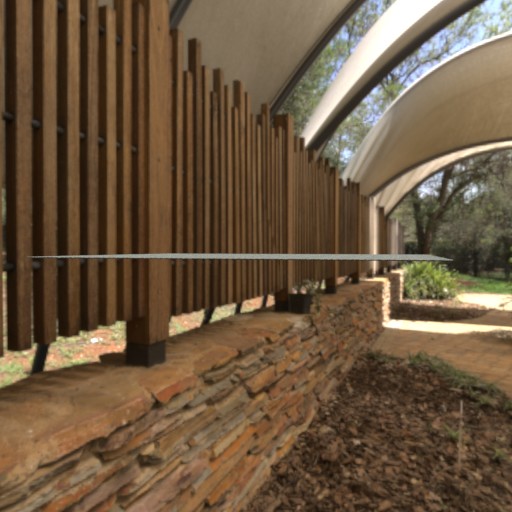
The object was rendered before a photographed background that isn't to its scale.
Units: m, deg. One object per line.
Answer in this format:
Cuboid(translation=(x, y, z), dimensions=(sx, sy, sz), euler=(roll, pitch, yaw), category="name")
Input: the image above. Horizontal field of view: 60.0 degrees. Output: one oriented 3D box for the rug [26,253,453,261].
Cuboid(translation=(0.000, 0.000, 5.215), dimensions=(3.957, 0.011, 2.894), euler=(0, 1, 18), category="rug")
